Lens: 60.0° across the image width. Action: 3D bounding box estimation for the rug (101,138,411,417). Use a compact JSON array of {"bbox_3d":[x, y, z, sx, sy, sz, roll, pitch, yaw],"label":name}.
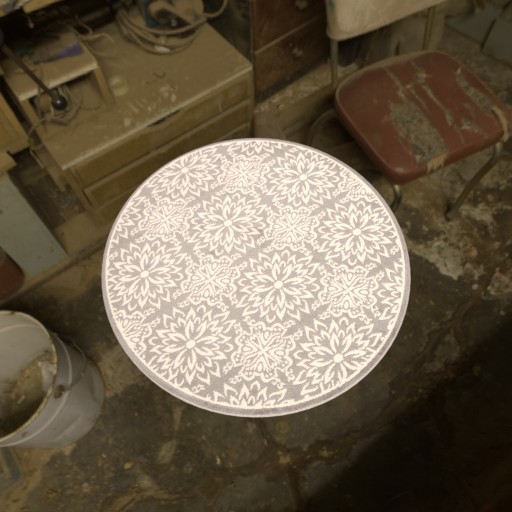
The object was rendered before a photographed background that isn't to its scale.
[{"bbox_3d":[0.000,0.000,2.312,1.593,0.012,1.593,0,63,0],"label":"rug"}]
